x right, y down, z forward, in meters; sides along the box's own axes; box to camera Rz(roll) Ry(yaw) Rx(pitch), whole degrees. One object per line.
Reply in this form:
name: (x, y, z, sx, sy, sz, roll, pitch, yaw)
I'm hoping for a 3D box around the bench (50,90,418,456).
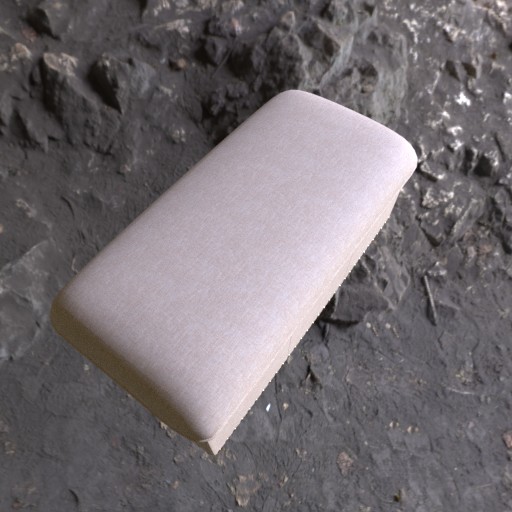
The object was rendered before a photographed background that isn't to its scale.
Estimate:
bench: (0.000, 0.000, 1.250, 0.483, 0.483, 0.991, 32, 63, 19)
